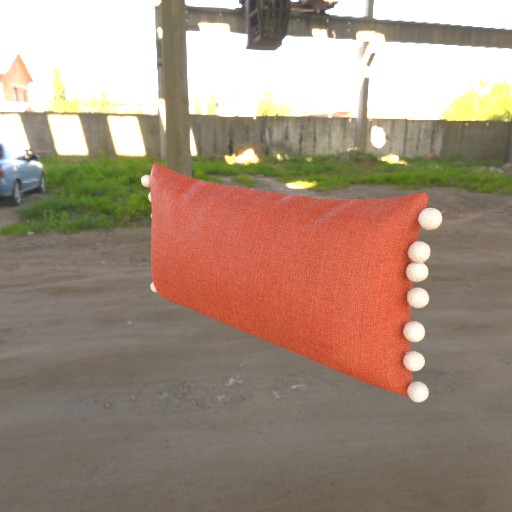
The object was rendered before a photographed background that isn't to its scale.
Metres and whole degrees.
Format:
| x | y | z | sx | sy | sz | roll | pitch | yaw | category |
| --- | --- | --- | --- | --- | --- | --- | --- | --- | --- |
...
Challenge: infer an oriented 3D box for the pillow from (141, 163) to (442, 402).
| x | y | z | sx | sy | sz | roll | pitch | yaw | category |
| --- | --- | --- | --- | --- | --- | --- | --- | --- | --- |
| 0.000 | 0.000 | 0.845 | 0.709 | 0.322 | 0.201 | 14 | 20 | 43 | pillow |
